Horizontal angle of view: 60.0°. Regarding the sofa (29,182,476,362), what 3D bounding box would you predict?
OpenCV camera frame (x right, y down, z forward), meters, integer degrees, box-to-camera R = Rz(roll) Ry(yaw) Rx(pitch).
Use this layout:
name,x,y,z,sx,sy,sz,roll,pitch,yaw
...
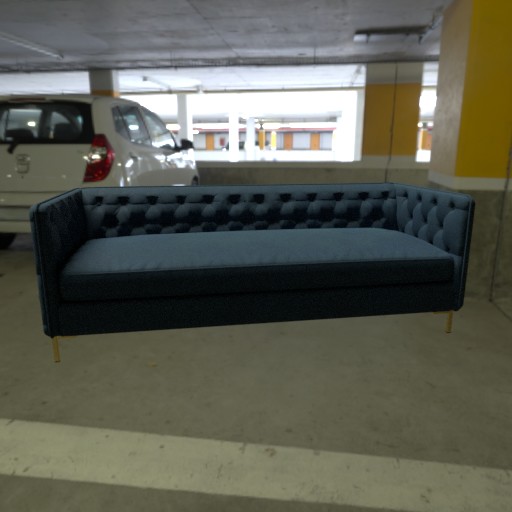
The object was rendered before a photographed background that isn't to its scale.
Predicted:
name,x,y,z,sx,sy,sz,roll,pitch,yaw
sofa,0.000,0.000,2.603,2.209,0.771,0.895,-2,14,-9
